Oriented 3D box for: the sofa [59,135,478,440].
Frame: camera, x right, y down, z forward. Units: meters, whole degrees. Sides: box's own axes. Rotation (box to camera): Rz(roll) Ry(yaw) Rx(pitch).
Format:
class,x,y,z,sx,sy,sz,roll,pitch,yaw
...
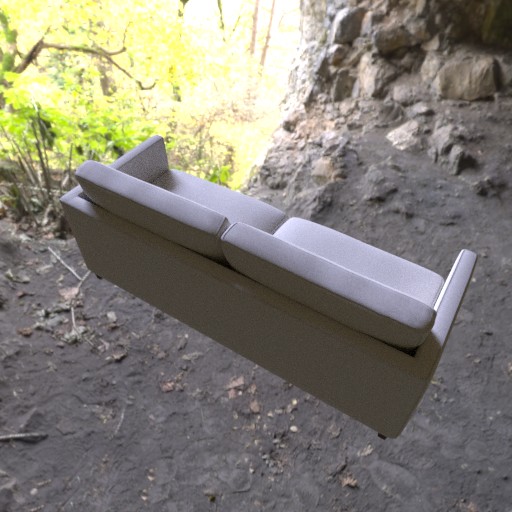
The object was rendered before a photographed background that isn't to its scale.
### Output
class,x,y,z,sx,sy,sz,roll,pitch,yaw
sofa,0.000,0.000,2.791,2.361,0.962,0.951,24,51,22
